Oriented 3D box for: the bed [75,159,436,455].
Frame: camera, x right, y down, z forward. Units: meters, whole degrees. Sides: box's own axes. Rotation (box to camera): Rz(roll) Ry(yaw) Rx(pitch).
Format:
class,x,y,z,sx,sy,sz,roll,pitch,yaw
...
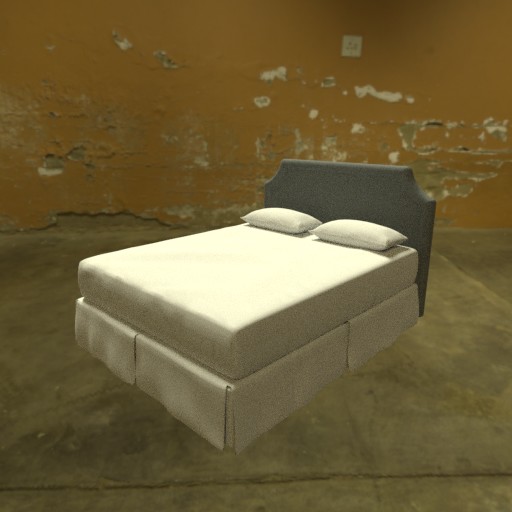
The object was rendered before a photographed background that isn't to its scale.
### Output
class,x,y,z,sx,sy,sz,roll,pitch,yaw
bed,0.000,0.000,3.406,1.811,1.296,2.259,15,22,42
